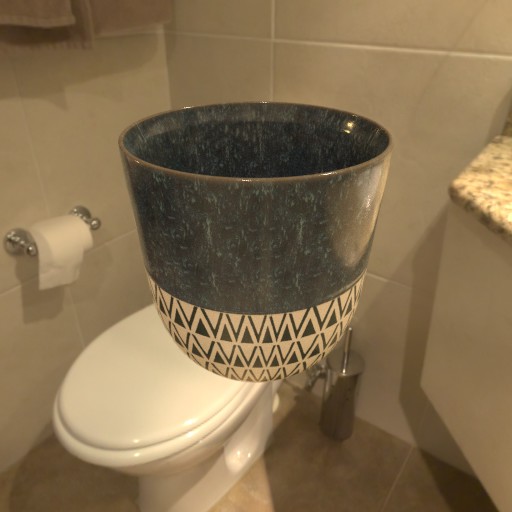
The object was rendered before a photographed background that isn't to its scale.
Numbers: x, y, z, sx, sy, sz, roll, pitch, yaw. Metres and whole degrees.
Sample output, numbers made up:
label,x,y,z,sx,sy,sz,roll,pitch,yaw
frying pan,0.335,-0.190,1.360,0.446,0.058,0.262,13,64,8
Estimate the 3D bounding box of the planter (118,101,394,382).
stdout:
label,x,y,z,sx,sy,sz,roll,pitch,yaw
planter,0.000,0.000,0.378,0.195,0.214,0.195,0,31,0
